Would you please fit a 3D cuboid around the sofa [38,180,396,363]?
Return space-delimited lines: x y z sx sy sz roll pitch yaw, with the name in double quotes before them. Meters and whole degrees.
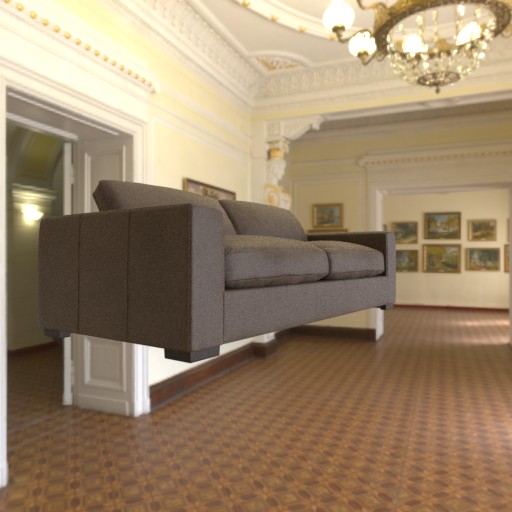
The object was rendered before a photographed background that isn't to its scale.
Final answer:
"sofa" 0.000 0.000 2.797 1.070 0.801 2.262 0 0 36
